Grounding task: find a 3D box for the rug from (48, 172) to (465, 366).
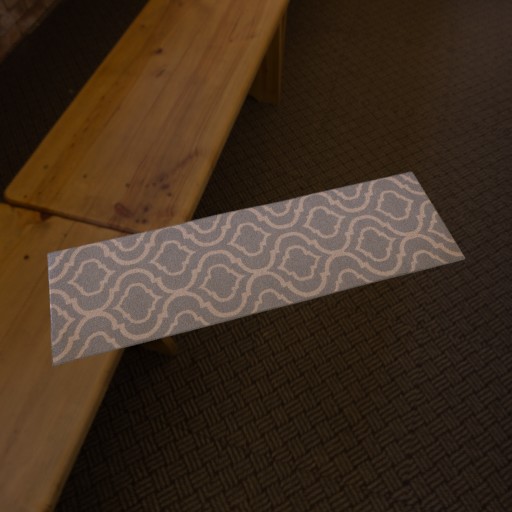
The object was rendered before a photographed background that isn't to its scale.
[{"bbox_3d":[0.000,0.000,2.515,2.275,0.009,0.684,-14,60,-8],"label":"rug"}]
